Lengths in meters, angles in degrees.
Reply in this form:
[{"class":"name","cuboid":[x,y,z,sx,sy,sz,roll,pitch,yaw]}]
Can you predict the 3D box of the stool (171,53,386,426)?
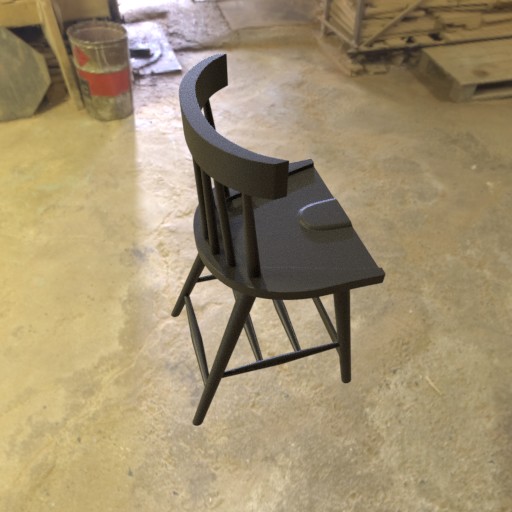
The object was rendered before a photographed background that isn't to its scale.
[{"class":"stool","cuboid":[0.000,0.000,1.257,0.549,0.953,0.494,-12,48,-11]}]
